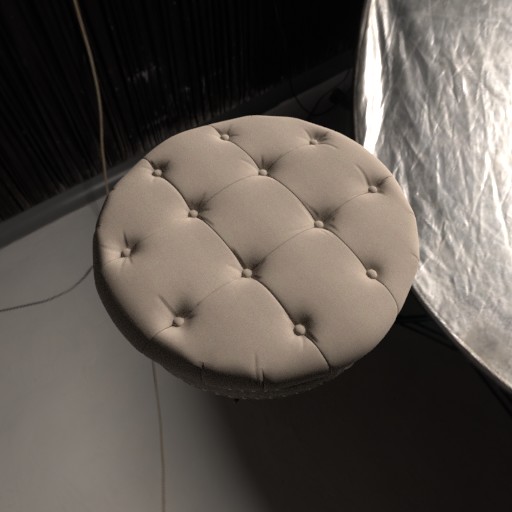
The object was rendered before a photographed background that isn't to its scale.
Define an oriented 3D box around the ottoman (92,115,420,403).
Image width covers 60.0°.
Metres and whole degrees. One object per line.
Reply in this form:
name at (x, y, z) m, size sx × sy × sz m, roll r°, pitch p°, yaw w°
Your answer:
ottoman at (0.000, 0.000, 1.360) m, size 0.901 × 0.439 × 0.901 m, roll 0°, pitch 57°, yaw 0°
